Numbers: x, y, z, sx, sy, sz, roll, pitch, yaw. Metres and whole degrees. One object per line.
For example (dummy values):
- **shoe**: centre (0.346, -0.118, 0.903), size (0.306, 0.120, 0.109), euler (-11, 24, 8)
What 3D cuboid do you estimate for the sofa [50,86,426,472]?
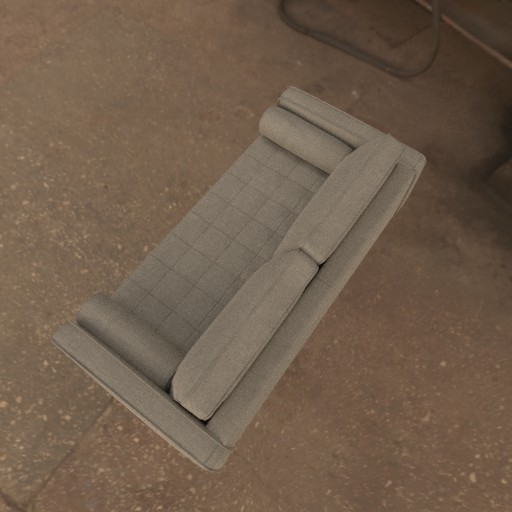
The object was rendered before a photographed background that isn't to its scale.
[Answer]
- **sofa**: centre (0.000, 0.000, 2.294), size (0.914, 0.762, 1.879), euler (33, 69, 15)
